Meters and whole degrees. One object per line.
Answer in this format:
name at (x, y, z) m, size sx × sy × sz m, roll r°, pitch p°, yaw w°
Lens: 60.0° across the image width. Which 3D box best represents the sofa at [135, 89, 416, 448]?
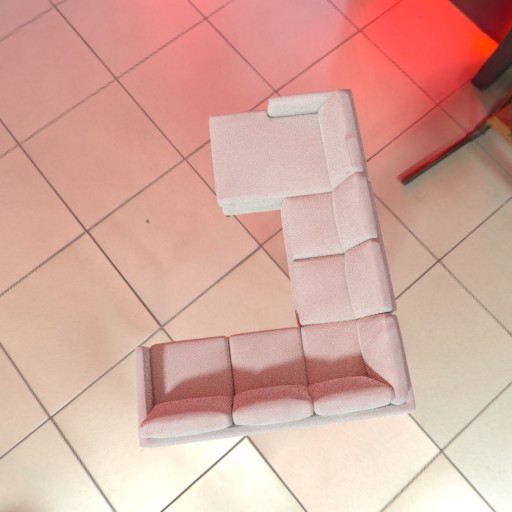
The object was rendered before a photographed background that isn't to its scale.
sofa at (0.000, 0.000, 4.691) m, size 2.593 × 0.956 × 3.459 m, roll -7°, pitch 76°, yaw -2°
